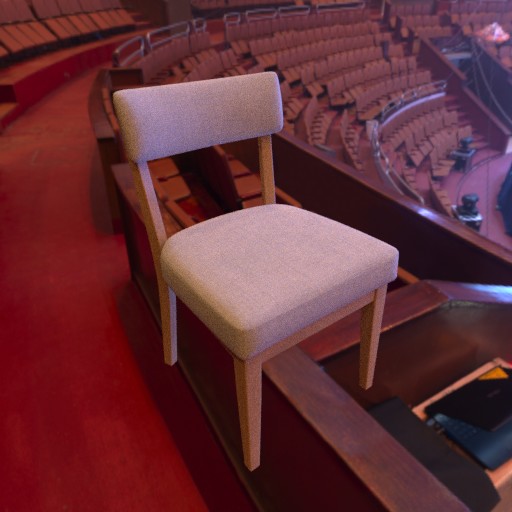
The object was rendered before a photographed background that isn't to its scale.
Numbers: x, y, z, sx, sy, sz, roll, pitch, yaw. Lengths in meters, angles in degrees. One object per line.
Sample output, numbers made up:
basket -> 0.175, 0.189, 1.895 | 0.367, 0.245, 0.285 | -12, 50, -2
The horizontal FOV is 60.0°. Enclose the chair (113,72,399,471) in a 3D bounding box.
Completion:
chair -> 0.000, 0.000, 1.191 | 0.508, 0.832, 0.572 | -22, 37, -31
